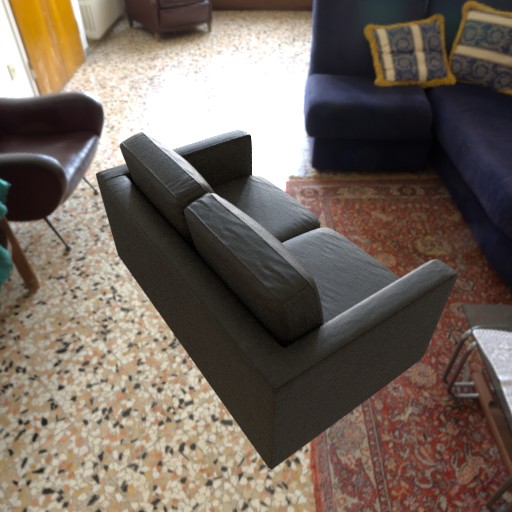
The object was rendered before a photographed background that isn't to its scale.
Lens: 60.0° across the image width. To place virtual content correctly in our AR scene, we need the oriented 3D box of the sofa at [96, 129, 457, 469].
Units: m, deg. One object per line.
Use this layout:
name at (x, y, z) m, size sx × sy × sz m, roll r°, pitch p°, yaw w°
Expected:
sofa at (0.000, 0.000, 2.022) m, size 0.879 × 0.899 × 1.430 m, roll -25°, pitch 48°, yaw -25°
